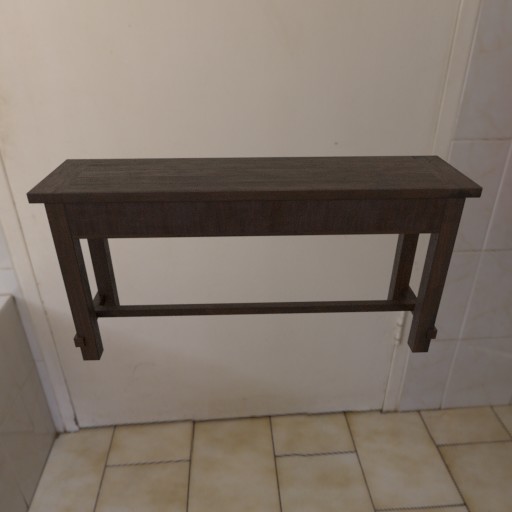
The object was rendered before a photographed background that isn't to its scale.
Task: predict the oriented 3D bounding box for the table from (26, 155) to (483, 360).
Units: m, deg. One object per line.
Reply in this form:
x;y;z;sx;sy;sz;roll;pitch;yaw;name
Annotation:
0.000;0.000;1.922;1.599;0.762;0.442;-1;29;-2;table
